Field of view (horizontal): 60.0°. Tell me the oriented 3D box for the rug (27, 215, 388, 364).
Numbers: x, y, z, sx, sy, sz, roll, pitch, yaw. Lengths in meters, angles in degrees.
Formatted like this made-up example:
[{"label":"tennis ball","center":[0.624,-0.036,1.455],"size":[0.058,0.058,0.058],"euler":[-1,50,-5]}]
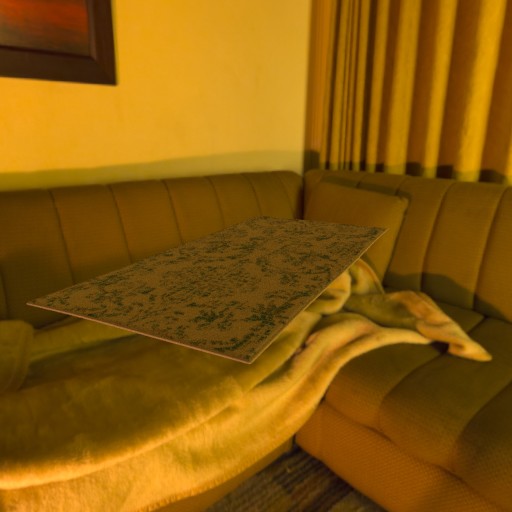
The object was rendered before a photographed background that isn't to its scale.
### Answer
[{"label":"rug","center":[0.000,0.000,1.435],"size":[0.605,0.007,1.220],"euler":[8,18,26]}]
